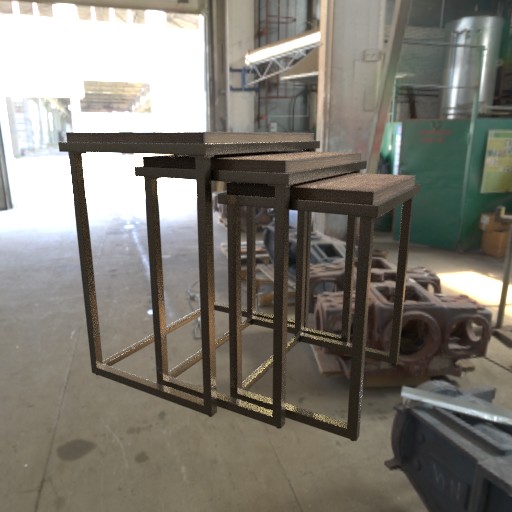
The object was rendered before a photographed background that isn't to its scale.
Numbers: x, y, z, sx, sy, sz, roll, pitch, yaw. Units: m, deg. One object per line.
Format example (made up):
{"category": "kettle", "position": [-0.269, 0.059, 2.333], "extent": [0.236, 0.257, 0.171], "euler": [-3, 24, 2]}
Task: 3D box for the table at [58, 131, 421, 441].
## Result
{"category": "table", "position": [0.000, 0.000, 1.137], "extent": [0.706, 0.610, 0.559], "euler": [8, 17, 29]}
